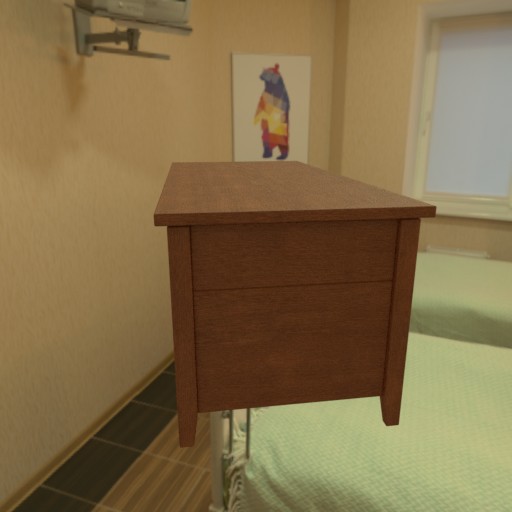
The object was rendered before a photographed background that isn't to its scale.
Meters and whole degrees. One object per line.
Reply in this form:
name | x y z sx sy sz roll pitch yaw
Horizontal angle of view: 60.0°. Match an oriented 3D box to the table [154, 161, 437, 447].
table | 0.000 0.000 1.282 0.483 0.457 1.016 -2 17 -8
